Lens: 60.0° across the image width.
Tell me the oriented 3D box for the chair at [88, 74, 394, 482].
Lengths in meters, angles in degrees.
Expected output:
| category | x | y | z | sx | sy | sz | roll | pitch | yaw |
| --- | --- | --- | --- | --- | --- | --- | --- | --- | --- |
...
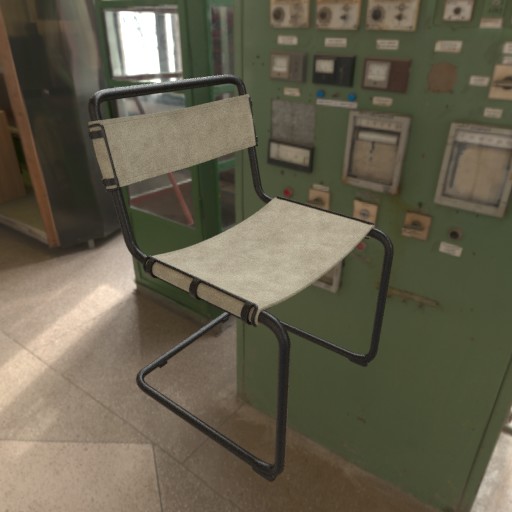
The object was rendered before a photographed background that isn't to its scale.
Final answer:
| category | x | y | z | sx | sy | sz | roll | pitch | yaw |
| --- | --- | --- | --- | --- | --- | --- | --- | --- | --- |
| chair | 0.000 | 0.000 | 1.052 | 0.497 | 0.747 | 0.499 | 20 | 33 | 33 |
